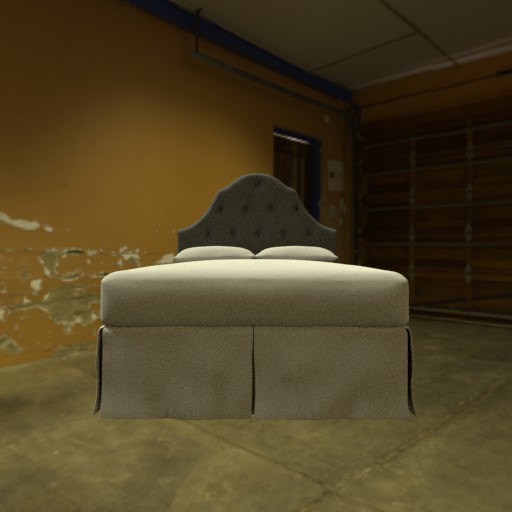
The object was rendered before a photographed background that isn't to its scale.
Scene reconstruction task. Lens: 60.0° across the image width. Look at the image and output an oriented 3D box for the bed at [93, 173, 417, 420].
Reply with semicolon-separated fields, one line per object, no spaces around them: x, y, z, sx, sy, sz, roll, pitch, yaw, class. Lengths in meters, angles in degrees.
0.000;0.000;3.209;1.636;1.575;2.155;0;0;0;bed
